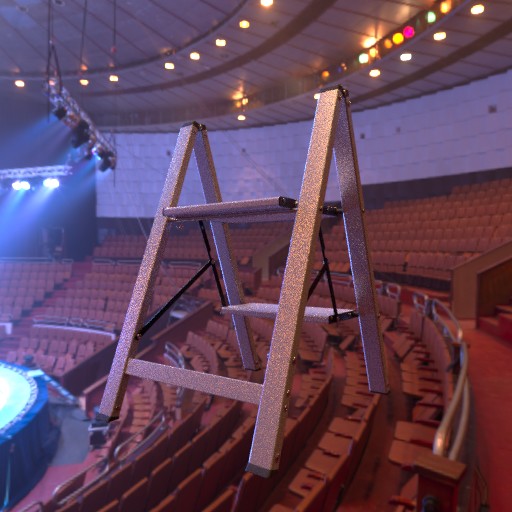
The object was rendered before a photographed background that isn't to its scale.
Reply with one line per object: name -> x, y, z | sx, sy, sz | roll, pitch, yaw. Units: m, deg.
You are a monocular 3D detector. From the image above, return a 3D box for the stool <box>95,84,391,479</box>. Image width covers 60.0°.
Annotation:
stool -> 0.000, 0.000, 1.005 | 0.440, 0.670, 0.535 | 0, -1, 36
